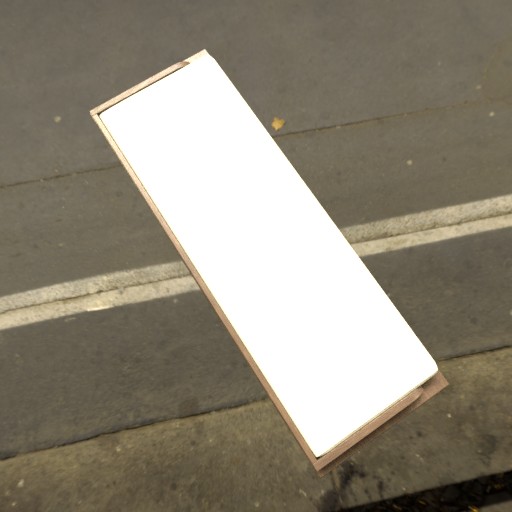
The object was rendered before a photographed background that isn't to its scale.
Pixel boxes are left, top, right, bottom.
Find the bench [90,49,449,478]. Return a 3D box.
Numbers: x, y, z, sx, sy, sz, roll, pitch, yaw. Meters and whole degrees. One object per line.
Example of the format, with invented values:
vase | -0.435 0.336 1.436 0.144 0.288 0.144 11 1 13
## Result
bench | 0.000 0.000 1.413 0.402 0.501 1.185 -32 79 -7
